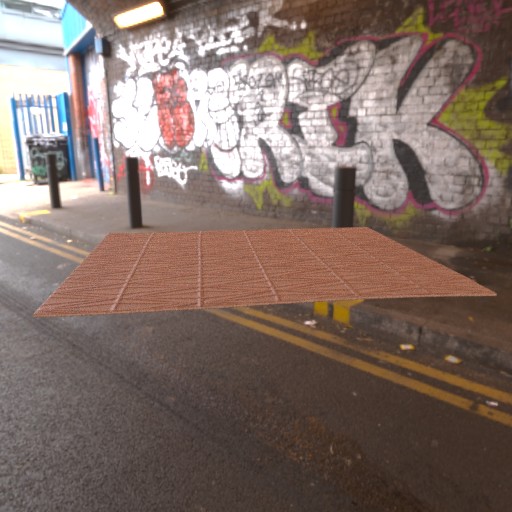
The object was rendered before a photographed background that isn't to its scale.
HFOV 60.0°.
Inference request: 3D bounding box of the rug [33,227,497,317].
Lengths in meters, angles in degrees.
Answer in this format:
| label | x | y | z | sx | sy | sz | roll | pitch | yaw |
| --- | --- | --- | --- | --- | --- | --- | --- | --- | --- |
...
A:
| label | x | y | z | sx | sy | sz | roll | pitch | yaw |
| --- | --- | --- | --- | --- | --- | --- | --- | --- | --- |
| rug | 0.000 | 0.000 | 4.031 | 3.052 | 0.043 | 2.453 | -2 | 15 | -7 |
